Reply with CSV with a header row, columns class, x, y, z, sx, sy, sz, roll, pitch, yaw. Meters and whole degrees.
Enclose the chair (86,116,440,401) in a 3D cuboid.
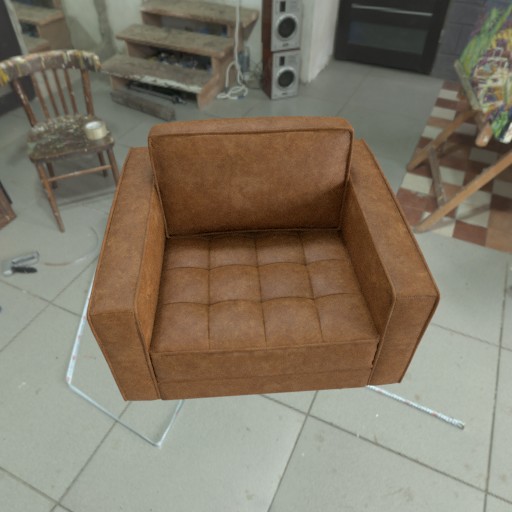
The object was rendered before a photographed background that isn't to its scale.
class,x,y,z,sx,sy,sz,roll,pitch,yaw
chair,0.000,0.000,1.503,0.928,0.767,0.798,-3,45,-3
